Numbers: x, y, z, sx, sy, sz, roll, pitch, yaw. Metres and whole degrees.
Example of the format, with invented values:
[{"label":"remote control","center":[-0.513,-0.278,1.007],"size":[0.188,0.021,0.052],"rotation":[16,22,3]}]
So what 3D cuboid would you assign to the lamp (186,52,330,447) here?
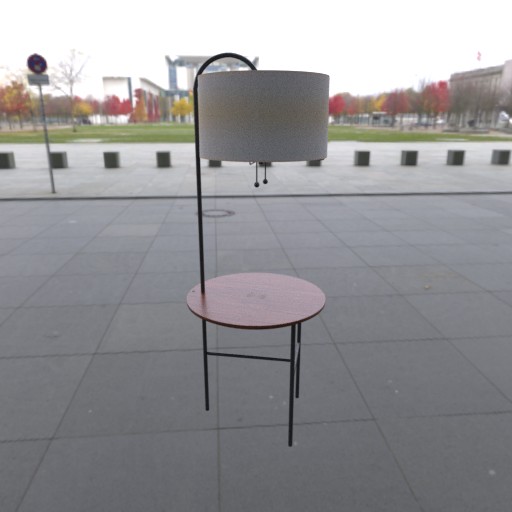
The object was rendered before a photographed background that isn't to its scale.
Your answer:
[{"label":"lamp","center":[0.000,0.000,1.796],"size":[0.573,1.517,0.573],"rotation":[0,17,0]}]
